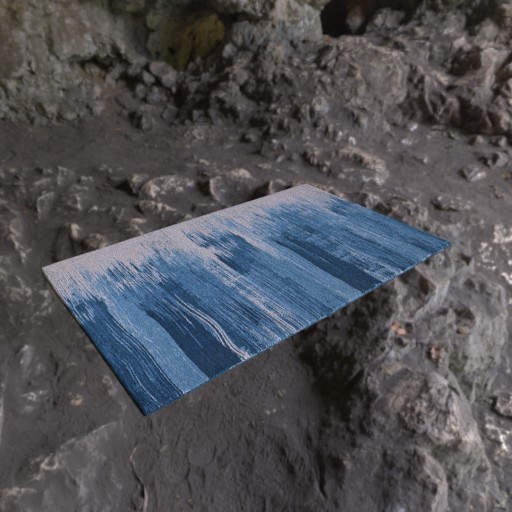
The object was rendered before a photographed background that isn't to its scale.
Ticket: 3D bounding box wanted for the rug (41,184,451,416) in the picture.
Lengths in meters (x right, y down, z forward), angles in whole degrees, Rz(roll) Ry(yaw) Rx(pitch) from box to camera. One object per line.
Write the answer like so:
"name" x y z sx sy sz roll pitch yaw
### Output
"rug" 0.000 0.000 3.061 2.450 0.027 1.540 -22 37 -33
